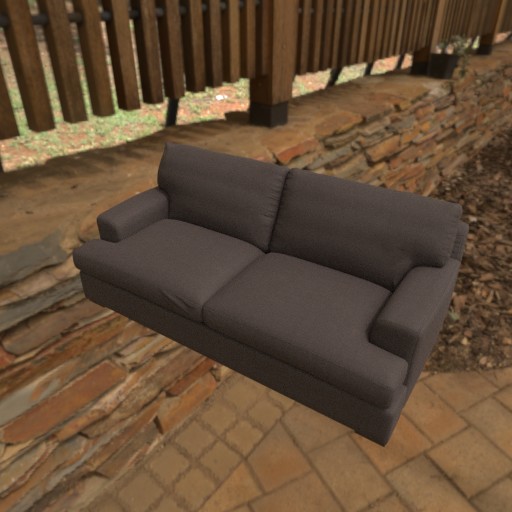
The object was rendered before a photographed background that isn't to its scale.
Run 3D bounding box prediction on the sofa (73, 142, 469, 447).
[{"bbox_3d":[0.000,0.000,2.800,2.271,0.950,1.140,19,35,28],"label":"sofa"}]
